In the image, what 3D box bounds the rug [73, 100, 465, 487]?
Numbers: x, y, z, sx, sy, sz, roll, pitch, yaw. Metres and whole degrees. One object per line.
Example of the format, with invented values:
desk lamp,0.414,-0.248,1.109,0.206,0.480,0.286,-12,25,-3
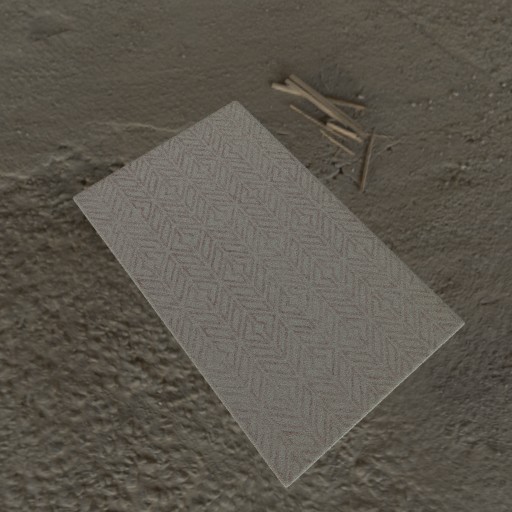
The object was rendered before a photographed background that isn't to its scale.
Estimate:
rug,0.000,0.000,3.066,1.523,0.008,2.438,-36,70,-15
